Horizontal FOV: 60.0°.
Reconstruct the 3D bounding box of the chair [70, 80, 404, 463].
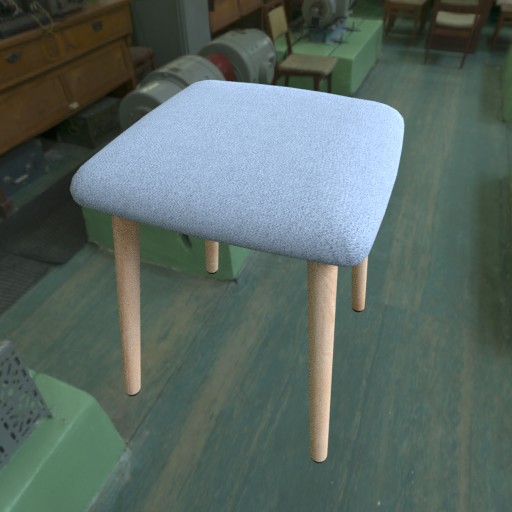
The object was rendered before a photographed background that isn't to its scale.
[{"bbox_3d":[0.000,0.000,0.677,0.350,0.440,0.350,14,42,15],"label":"chair"}]
